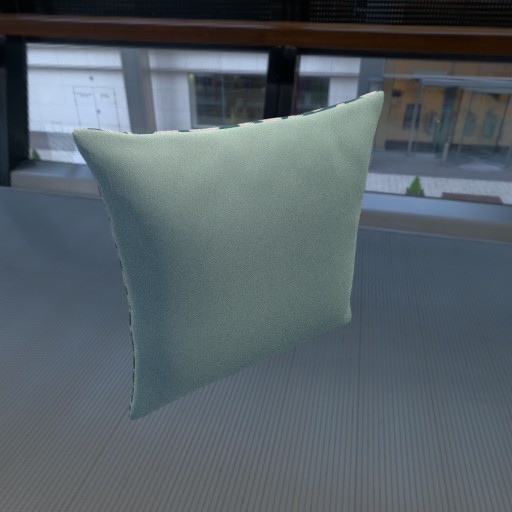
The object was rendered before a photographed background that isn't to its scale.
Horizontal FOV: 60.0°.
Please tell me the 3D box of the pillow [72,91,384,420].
[{"bbox_3d":[0.000,0.000,0.775,0.525,0.508,0.166,-18,34,-28],"label":"pillow"}]
